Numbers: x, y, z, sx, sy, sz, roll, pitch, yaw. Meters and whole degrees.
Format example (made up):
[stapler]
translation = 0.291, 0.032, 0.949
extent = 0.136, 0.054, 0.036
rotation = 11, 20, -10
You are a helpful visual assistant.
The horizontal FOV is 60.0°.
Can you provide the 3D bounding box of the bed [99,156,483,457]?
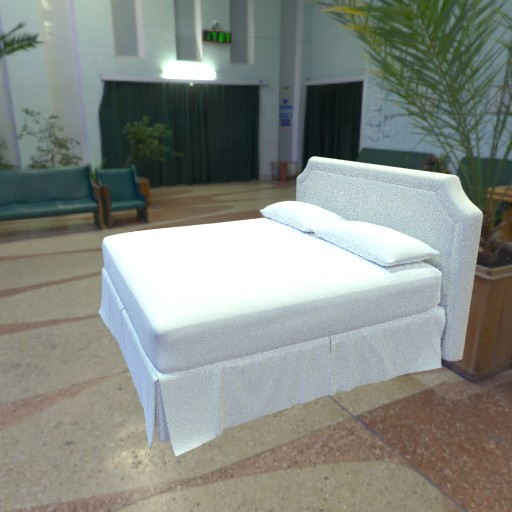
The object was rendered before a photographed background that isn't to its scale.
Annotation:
[bed]
translation = 0.000, 0.000, 3.398
extent = 2.204, 1.301, 2.160
rotation = -8, 19, -24
